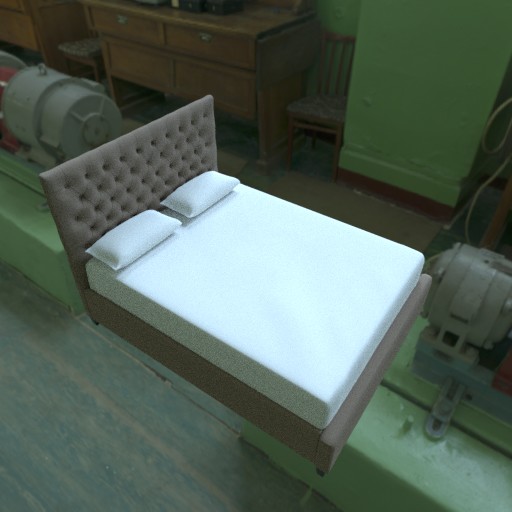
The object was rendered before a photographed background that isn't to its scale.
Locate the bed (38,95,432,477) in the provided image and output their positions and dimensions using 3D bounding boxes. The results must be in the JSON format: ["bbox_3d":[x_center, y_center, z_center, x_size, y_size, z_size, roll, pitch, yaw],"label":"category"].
[{"bbox_3d":[0.000,0.000,3.275,2.233,1.426,1.696,25,46,26],"label":"bed"}]
